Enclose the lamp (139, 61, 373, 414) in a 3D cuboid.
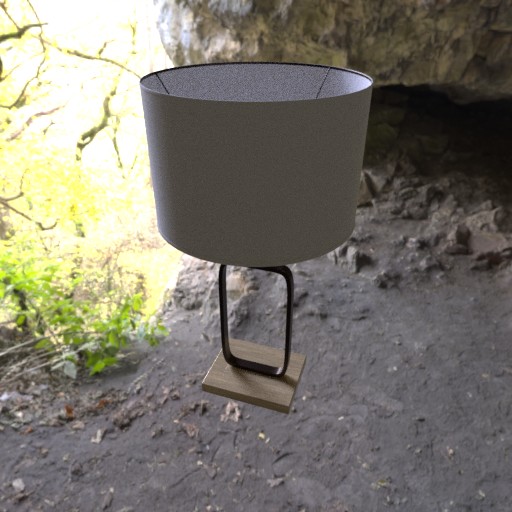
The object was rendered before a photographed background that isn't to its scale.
[{"bbox_3d":[0.000,0.000,0.670,0.279,0.508,0.279,10,32,16],"label":"lamp"}]
